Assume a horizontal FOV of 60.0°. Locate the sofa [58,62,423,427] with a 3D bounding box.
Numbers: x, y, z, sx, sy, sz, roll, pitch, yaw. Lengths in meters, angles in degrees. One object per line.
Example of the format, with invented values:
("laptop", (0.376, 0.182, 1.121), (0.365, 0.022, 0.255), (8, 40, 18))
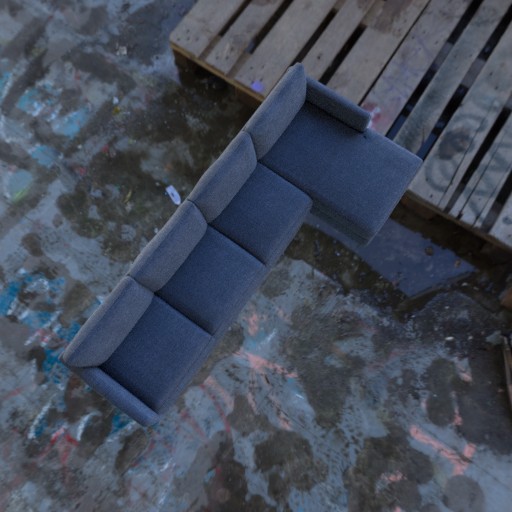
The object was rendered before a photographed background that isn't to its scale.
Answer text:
("sofa", (0.000, 0.000, 3.439), (1.350, 0.810, 2.932), (35, 79, 8))
